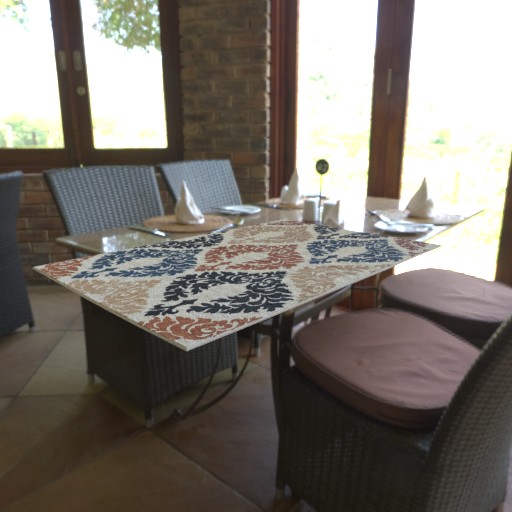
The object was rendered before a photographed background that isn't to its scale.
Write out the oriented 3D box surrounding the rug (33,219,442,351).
[{"bbox_3d":[0.000,0.000,2.898,1.514,0.014,2.275,14,20,43],"label":"rug"}]
